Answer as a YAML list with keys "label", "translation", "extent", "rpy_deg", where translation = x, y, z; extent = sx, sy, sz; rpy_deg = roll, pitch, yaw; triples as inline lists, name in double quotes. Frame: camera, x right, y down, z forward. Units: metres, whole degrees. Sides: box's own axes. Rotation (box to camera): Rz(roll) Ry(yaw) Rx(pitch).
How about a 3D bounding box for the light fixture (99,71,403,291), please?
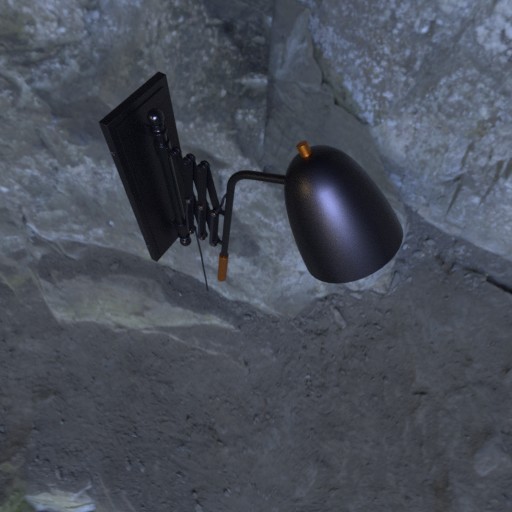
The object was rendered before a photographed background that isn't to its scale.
- label: "light fixture"
  translation: [0.000, 0.000, 0.923]
  extent: [0.499, 0.715, 0.162]
  rpy_deg: [28, 62, 16]
